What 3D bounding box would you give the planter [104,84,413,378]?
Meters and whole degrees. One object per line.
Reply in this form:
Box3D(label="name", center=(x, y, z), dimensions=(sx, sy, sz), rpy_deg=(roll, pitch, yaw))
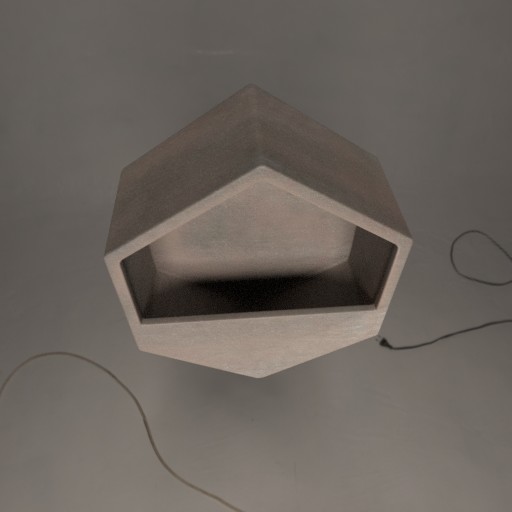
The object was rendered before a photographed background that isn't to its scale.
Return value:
Box3D(label="planter", center=(0.000, 0.000, 0.301), dimensions=(0.169, 0.206, 0.077), rpy_deg=(-3, 48, -3))
